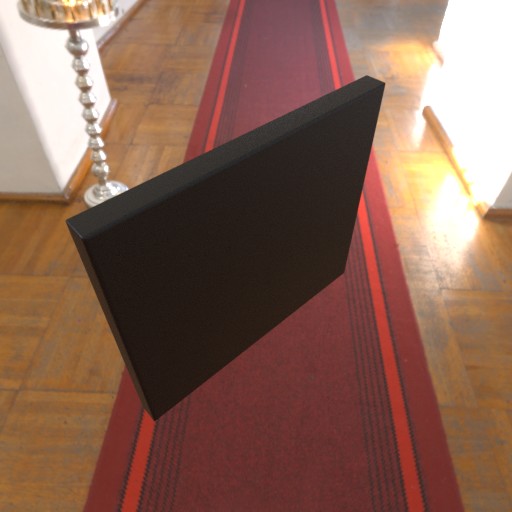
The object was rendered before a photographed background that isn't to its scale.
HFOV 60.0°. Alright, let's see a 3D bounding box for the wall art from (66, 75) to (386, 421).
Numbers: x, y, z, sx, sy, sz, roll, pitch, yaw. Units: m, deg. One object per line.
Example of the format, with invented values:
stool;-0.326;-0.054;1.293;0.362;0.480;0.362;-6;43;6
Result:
wall art;0.000;0.000;0.548;0.380;0.330;0.028;-34;55;-28
